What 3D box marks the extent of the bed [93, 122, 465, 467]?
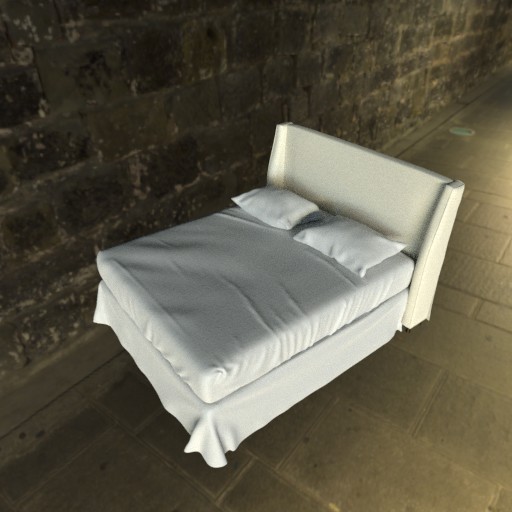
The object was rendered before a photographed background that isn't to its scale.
[{"bbox_3d":[0.000,0.000,3.503,2.276,1.332,1.925,-23,39,-31],"label":"bed"}]
